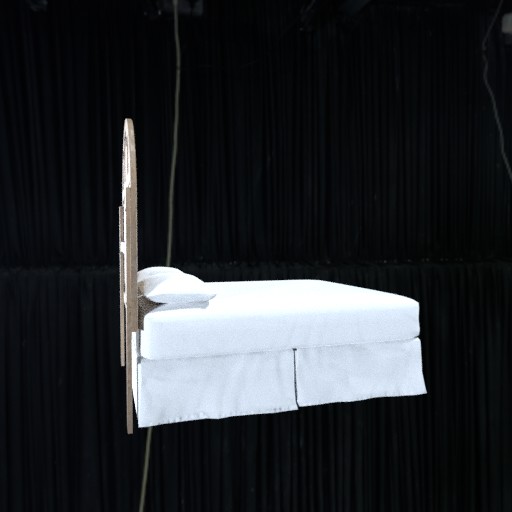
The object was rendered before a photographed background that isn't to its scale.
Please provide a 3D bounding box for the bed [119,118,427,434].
[{"bbox_3d":[0.000,0.000,3.648,2.112,2.002,1.713,-1,2,-18],"label":"bed"}]
